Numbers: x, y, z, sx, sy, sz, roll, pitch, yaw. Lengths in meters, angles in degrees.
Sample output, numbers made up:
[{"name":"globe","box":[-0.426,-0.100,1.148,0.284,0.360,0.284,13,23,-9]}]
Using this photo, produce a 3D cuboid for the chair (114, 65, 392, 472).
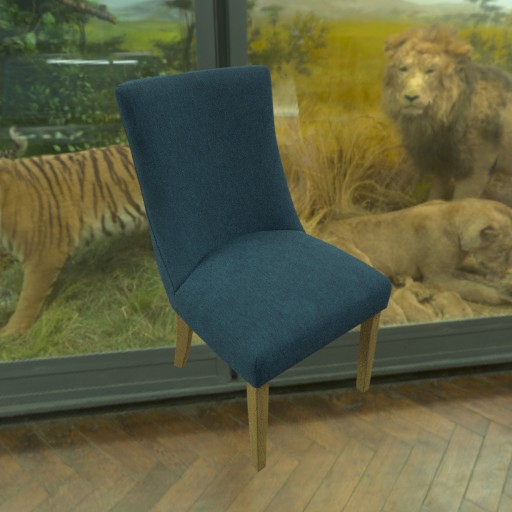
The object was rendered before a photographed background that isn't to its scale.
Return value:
[{"name":"chair","box":[0.000,0.000,1.245,0.495,0.902,0.609,-23,39,-32]}]
